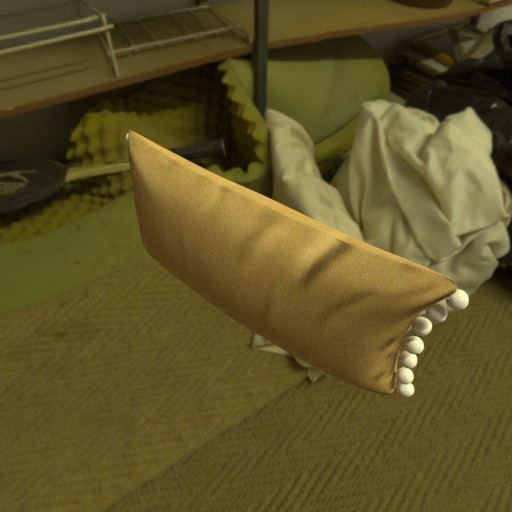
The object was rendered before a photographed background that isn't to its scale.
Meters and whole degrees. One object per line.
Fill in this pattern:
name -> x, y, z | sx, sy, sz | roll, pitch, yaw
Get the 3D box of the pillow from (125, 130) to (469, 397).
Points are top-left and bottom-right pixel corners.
pillow -> 0.000, 0.000, 0.832 | 0.709, 0.322, 0.201 | 30, 53, 26
